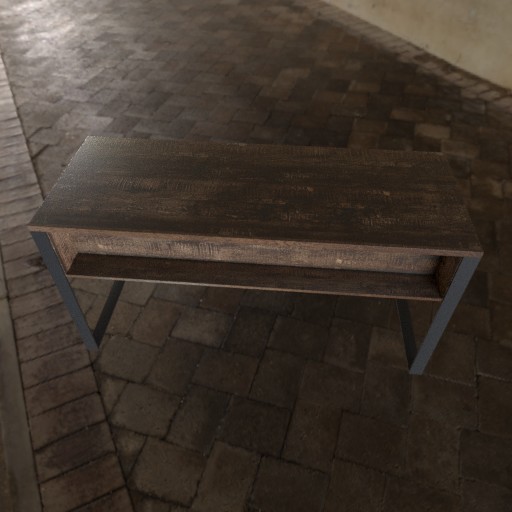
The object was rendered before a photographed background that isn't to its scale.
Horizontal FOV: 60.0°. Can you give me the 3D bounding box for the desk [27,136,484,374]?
[{"bbox_3d":[0.000,0.000,1.953,1.524,0.762,0.599,3,45,3],"label":"desk"}]
